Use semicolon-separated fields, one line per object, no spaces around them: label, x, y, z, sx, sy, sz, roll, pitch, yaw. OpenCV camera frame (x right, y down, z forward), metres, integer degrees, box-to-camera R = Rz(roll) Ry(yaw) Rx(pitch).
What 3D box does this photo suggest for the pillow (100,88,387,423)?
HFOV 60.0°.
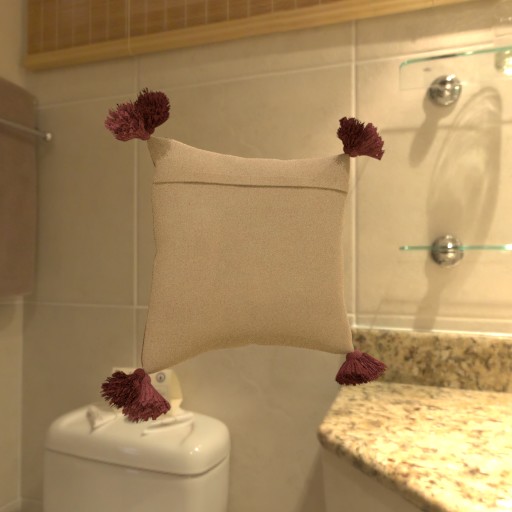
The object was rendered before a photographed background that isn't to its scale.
pillow;0.000;0.000;0.971;0.641;0.659;0.138;0;-1;-18
